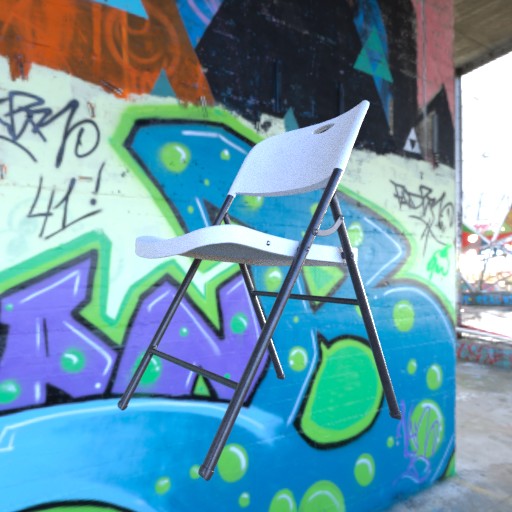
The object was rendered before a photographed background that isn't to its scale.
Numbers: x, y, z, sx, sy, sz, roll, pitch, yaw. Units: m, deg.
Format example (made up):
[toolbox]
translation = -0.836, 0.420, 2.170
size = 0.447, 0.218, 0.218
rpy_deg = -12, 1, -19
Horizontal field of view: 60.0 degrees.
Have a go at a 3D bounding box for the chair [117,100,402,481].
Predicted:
[chair]
translation = 0.000, 0.000, 1.148
size = 0.566, 0.810, 0.494
rpy_deg = 1, -1, -35
